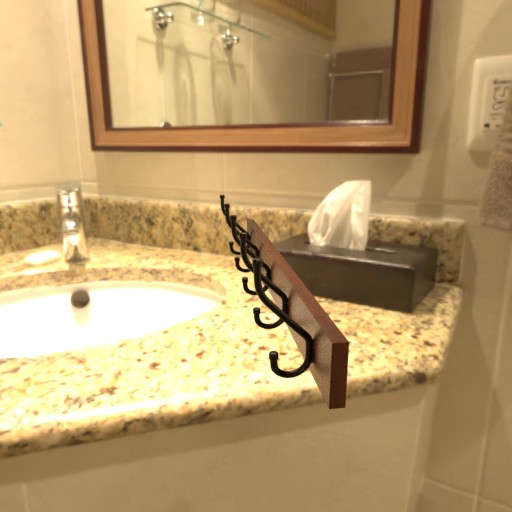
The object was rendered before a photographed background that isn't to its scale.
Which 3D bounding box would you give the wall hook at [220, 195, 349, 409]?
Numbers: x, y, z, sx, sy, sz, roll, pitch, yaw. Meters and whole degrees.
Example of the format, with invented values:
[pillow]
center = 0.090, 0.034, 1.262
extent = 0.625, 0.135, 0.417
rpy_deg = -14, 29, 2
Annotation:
[wall hook]
center = 0.000, 0.000, 0.622
extent = 0.071, 0.117, 0.571
rpy_deg = -2, 15, -8
